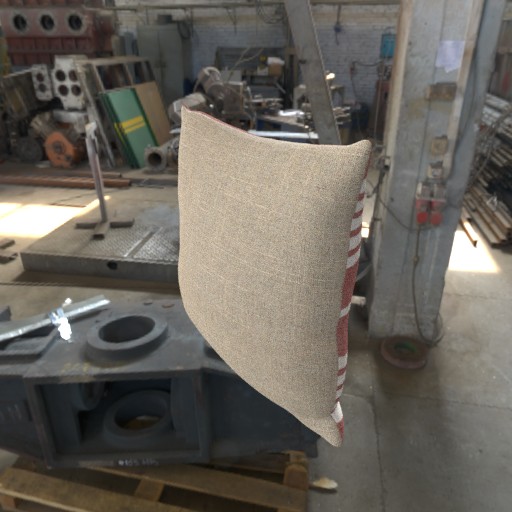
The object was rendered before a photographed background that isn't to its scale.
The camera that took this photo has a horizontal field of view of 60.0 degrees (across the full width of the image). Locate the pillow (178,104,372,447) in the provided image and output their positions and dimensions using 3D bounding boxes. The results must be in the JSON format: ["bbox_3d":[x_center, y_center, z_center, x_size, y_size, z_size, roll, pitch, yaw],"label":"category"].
[{"bbox_3d":[0.000,0.000,0.700,0.182,0.427,0.439,-17,31,-31],"label":"pillow"}]
